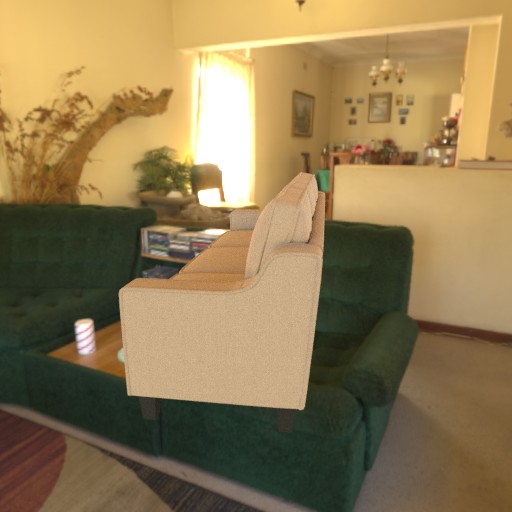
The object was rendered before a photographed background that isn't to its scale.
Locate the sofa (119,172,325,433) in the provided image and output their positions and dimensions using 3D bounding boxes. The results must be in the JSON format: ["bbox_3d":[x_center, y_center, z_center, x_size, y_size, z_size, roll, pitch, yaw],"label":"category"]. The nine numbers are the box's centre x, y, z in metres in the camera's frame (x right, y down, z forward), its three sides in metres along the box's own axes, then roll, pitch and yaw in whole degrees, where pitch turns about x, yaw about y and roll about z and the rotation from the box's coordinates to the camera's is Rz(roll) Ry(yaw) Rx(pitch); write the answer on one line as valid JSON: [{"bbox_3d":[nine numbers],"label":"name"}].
[{"bbox_3d":[0.000,0.000,2.648,0.791,0.902,2.131,2,14,9],"label":"sofa"}]
